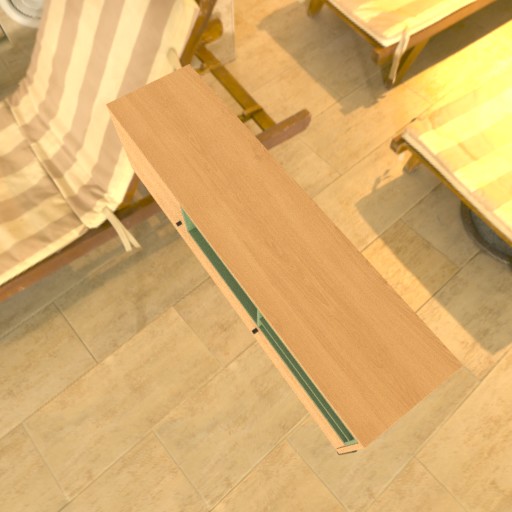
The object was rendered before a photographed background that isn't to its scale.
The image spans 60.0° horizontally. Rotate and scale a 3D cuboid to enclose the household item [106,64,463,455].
[{"bbox_3d":[0.000,0.000,1.768,0.400,0.600,1.550,-33,68,-15],"label":"household item"}]
